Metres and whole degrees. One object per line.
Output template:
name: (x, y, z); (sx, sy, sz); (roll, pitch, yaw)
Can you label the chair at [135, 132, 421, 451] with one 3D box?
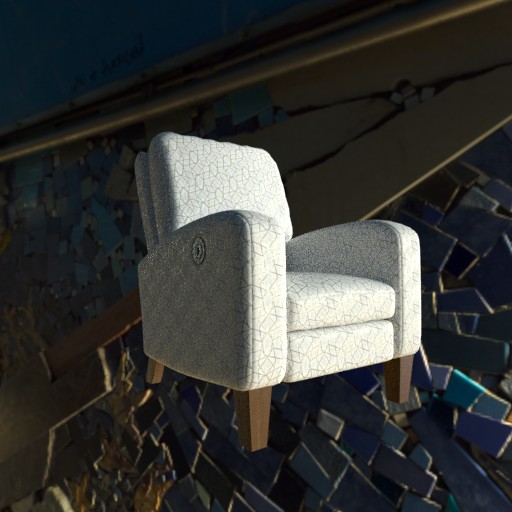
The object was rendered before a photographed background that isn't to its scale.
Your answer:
chair: (0.000, 0.000, 1.782); (0.796, 1.064, 0.995); (0, 0, -36)
